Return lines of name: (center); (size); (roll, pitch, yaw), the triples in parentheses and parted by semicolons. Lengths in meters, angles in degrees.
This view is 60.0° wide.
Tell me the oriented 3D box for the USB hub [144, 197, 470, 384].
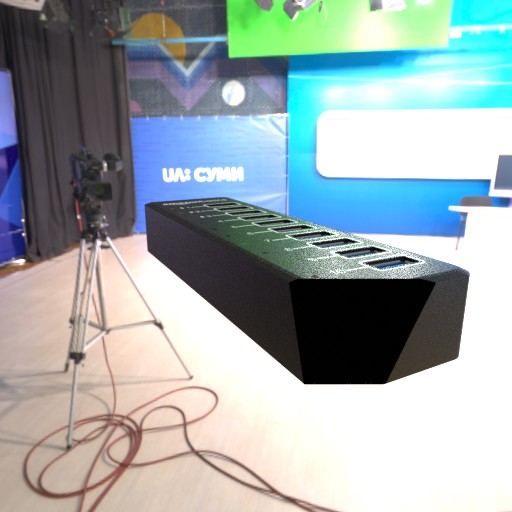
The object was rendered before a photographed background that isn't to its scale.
USB hub: (0.000, 0.000, 0.161); (0.044, 0.023, 0.145); (-8, 18, -27)
